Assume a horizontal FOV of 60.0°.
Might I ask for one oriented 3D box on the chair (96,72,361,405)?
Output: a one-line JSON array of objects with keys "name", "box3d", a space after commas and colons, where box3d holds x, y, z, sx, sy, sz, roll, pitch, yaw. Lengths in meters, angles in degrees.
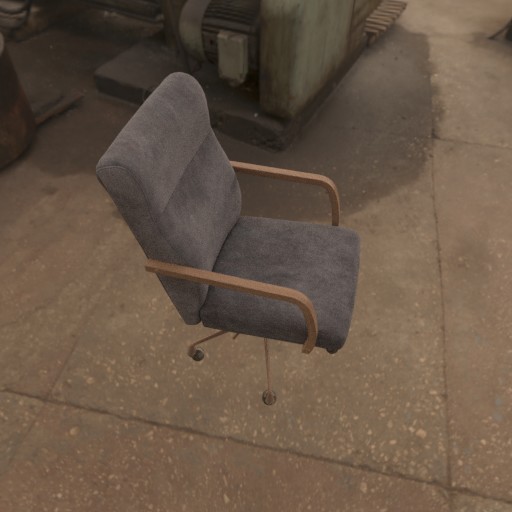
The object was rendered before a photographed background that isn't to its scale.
[{"name": "chair", "box3d": [0.000, 0.000, 1.541, 0.741, 1.029, 0.640, 11, 50, 10]}]
